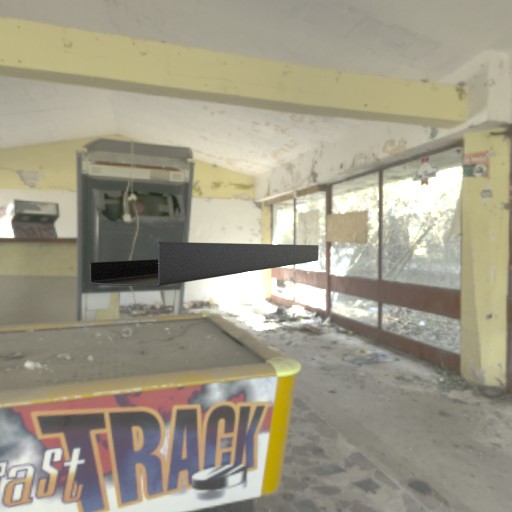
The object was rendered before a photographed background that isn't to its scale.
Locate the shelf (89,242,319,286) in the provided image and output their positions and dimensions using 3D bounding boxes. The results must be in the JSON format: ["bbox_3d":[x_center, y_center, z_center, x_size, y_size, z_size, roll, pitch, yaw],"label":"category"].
[{"bbox_3d":[0.000,0.000,0.930,0.092,0.049,0.924,0,1,19],"label":"shelf"}]
